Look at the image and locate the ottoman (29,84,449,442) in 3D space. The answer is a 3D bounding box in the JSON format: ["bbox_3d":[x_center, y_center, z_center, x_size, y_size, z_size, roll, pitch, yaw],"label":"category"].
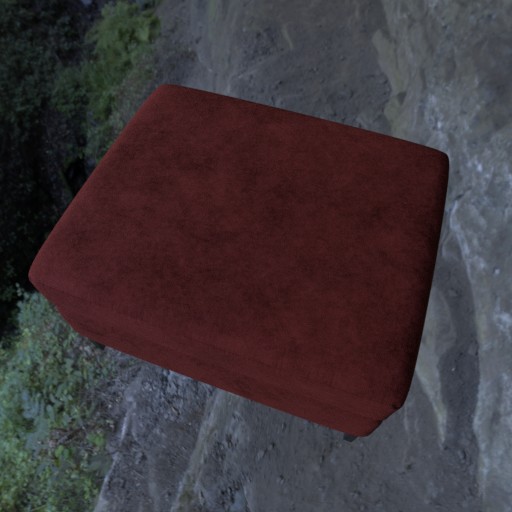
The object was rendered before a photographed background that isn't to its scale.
[{"bbox_3d":[0.000,0.000,1.133,0.782,0.462,0.650,17,61,10],"label":"ottoman"}]
